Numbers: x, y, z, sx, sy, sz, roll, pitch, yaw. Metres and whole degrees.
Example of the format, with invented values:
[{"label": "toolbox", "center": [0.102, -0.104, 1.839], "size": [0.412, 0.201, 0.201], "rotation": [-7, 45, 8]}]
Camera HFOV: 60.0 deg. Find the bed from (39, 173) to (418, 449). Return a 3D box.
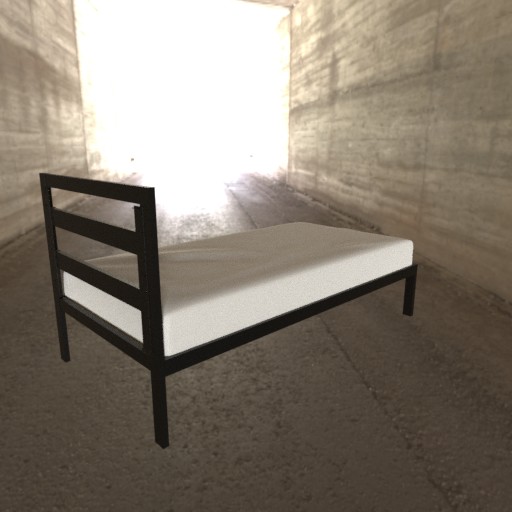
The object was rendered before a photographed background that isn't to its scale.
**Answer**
[{"label": "bed", "center": [0.000, 0.000, 2.516], "size": [1.930, 0.967, 0.991], "rotation": [-13, 19, -42]}]
